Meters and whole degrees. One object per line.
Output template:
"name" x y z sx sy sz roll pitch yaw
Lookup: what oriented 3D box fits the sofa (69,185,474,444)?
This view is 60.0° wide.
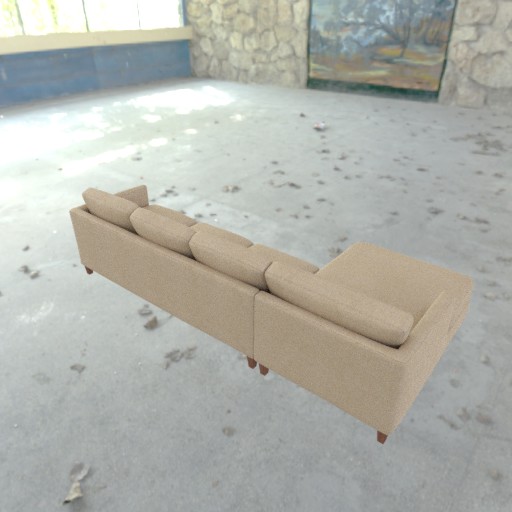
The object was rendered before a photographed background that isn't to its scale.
"sofa" 0.000 0.000 3.754 3.201 0.876 1.502 22 36 33
